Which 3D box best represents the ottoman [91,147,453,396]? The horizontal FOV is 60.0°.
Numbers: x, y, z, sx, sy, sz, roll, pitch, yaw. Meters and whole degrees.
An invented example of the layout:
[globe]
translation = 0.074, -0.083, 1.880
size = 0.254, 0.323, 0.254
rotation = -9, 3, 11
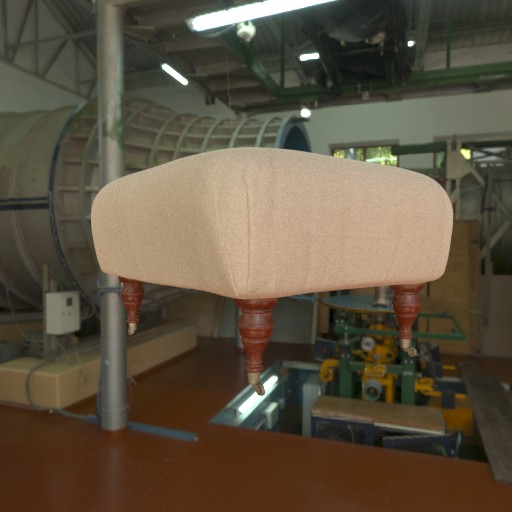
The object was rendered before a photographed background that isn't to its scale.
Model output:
[ottoman]
translation = 0.000, 0.000, 1.121
size = 0.639, 0.450, 0.746
rotation = -1, 2, -36
